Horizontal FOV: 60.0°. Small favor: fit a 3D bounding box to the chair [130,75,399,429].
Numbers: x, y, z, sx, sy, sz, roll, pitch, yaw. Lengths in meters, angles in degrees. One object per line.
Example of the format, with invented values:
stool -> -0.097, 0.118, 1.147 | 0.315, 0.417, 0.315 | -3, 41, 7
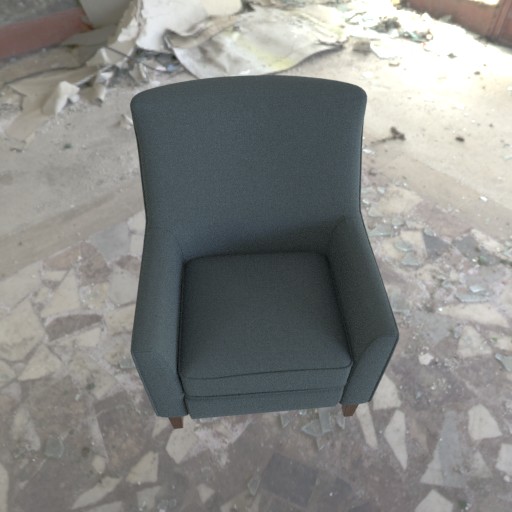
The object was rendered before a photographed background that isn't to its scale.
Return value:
chair -> 0.000, 0.000, 1.544 | 0.756, 0.916, 0.879 | -3, 48, -3
